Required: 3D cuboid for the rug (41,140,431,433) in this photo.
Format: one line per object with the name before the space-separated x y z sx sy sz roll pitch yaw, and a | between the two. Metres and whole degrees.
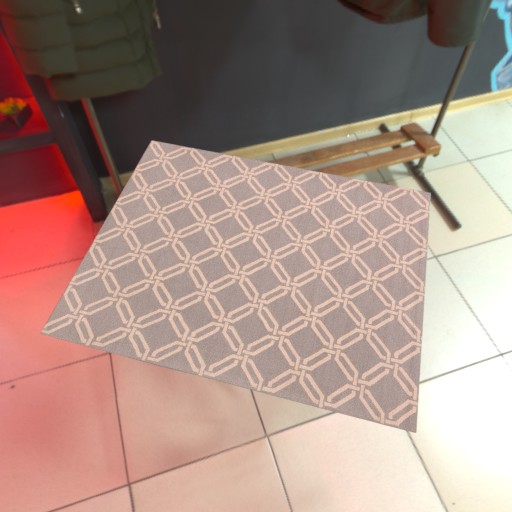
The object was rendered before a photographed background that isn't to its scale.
rug | 0.000 0.000 3.882 2.895 0.018 2.288 12 57 8
